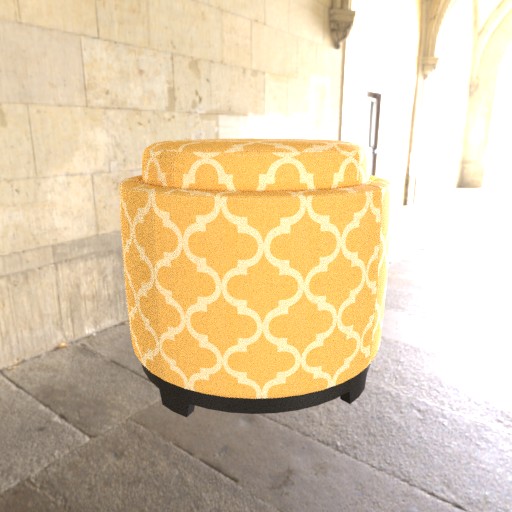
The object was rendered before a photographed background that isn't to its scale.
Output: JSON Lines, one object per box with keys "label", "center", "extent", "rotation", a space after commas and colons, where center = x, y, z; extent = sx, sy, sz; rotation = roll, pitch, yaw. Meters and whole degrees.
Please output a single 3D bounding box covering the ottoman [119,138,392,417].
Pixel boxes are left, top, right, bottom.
{"label": "ottoman", "center": [0.000, 0.000, 0.837], "extent": [0.480, 0.429, 0.480], "rotation": [0, 15, 0]}
